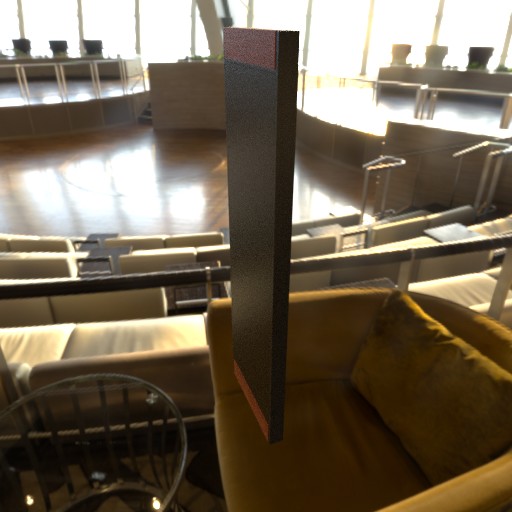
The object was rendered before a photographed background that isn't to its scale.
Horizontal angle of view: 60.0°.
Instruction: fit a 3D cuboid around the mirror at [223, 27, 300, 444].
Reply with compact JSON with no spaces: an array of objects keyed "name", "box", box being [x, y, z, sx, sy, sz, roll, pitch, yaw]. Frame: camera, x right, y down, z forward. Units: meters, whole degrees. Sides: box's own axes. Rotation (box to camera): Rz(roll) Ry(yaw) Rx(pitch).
[{"name":"mirror","box":[0.000,0.000,1.229,0.047,1.123,0.343,-10,30,-19]}]
